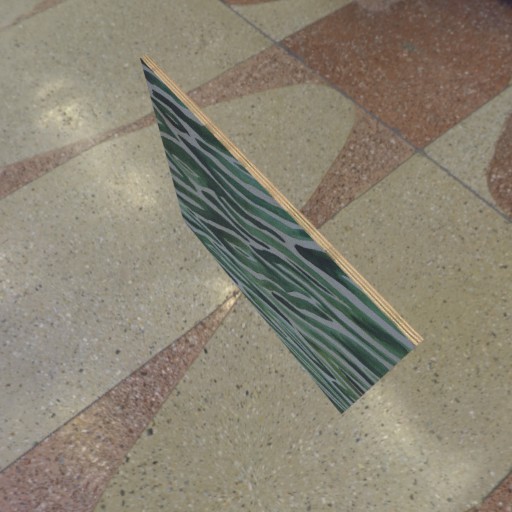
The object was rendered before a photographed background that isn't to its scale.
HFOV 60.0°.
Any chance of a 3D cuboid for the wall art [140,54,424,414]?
[{"bbox_3d":[0.000,0.000,0.692,0.012,0.408,0.508,-34,67,-17],"label":"wall art"}]
